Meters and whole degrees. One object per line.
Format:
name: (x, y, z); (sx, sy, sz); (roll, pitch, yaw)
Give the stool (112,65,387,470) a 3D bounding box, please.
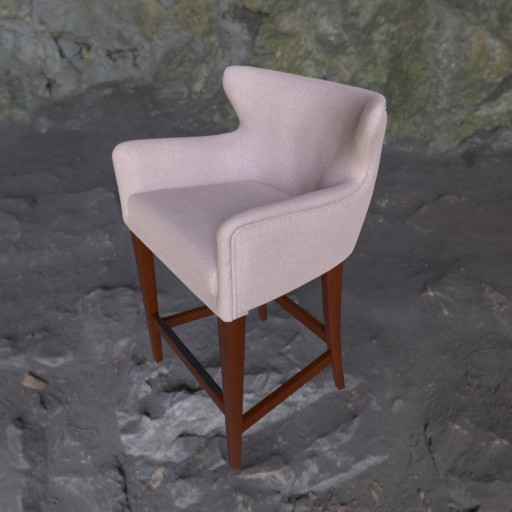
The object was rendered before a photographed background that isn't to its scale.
stool: (0.000, 0.000, 1.299); (0.570, 0.951, 0.601); (-20, 37, -30)
